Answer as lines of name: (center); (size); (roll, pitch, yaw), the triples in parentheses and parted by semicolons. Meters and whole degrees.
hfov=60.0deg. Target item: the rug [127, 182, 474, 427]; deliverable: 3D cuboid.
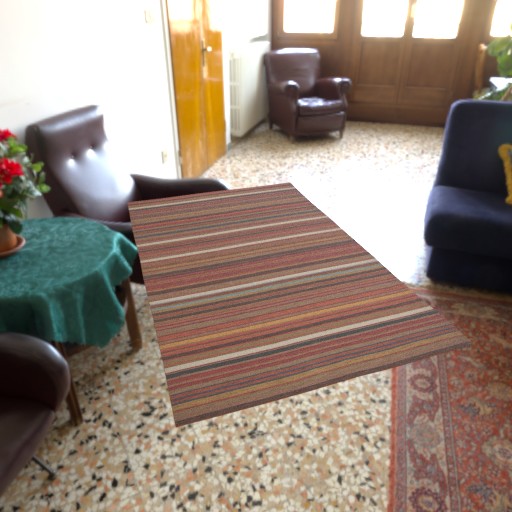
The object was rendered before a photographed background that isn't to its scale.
rug: (0.000, 0.000, 3.027); (1.523, 0.008, 2.438); (-10, 32, -16)
